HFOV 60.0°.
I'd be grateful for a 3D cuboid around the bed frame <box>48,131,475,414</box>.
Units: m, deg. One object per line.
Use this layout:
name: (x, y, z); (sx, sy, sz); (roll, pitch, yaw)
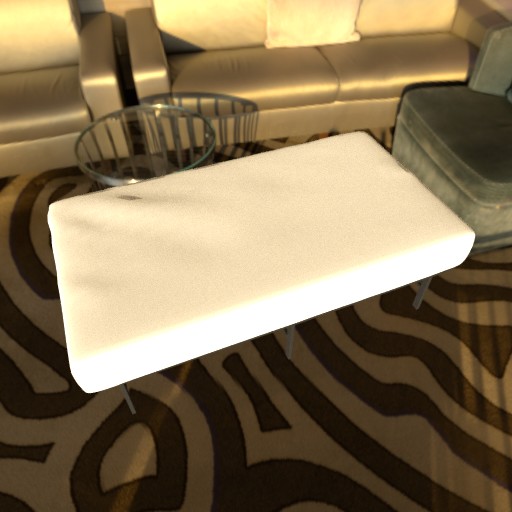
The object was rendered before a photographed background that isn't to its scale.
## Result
bed frame: (0.000, 0.000, 2.370); (1.908, 0.640, 1.025); (-17, 48, -15)
